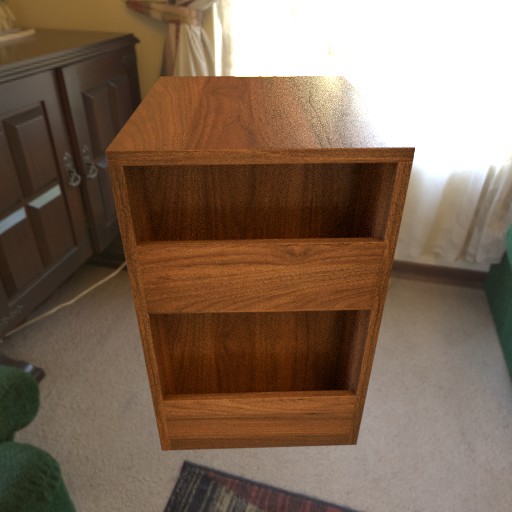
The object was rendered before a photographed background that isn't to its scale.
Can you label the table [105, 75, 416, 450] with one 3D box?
[{"bbox_3d":[0.000,0.000,1.550,0.660,1.041,0.786,-1,33,-2],"label":"table"}]
